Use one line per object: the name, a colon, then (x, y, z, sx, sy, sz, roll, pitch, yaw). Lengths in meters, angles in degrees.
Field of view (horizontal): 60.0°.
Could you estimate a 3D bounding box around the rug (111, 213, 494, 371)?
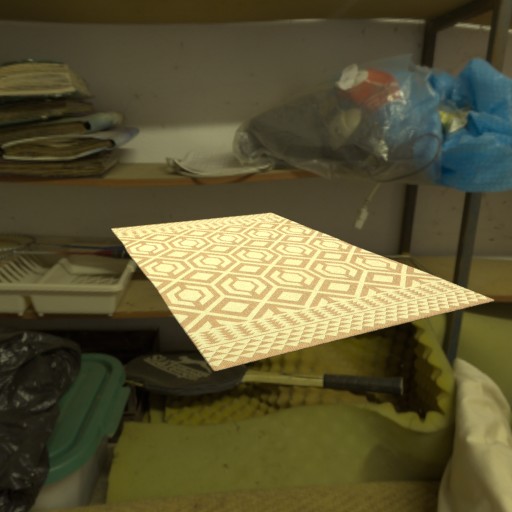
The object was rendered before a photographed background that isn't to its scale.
rug: (0.000, 0.000, 2.981, 1.526, 0.011, 2.435, -8, 19, -25)
